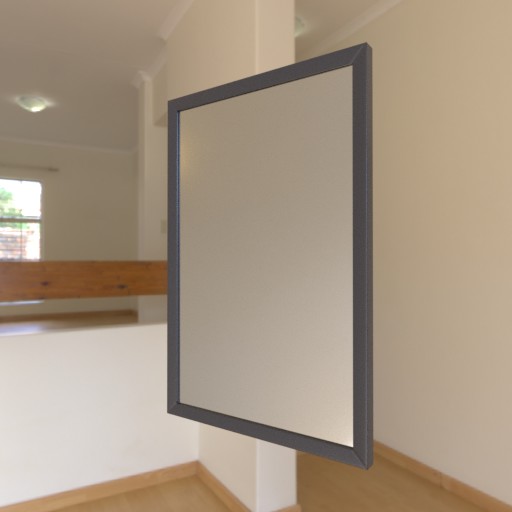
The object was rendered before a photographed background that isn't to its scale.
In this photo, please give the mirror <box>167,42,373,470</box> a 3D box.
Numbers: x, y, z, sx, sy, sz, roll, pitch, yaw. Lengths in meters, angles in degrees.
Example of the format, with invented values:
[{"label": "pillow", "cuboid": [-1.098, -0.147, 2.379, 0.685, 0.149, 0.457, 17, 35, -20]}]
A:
[{"label": "mirror", "cuboid": [0.000, 0.000, 1.139, 0.609, 0.915, 0.040, 0, -1, 35]}]
